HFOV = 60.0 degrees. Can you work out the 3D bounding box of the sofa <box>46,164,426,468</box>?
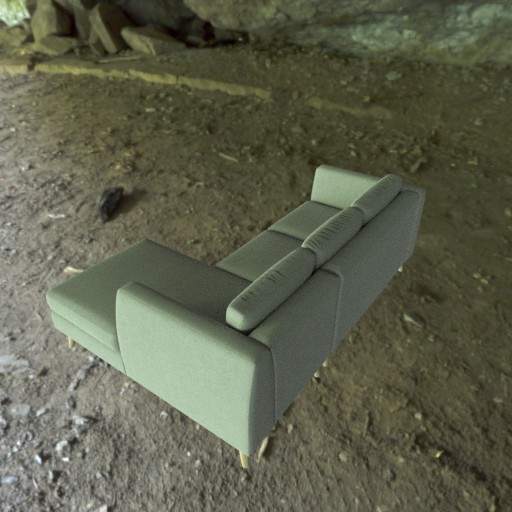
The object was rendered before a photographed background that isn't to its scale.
[{"bbox_3d":[0.000,0.000,3.115,1.580,0.860,2.300,21,38,30],"label":"sofa"}]
